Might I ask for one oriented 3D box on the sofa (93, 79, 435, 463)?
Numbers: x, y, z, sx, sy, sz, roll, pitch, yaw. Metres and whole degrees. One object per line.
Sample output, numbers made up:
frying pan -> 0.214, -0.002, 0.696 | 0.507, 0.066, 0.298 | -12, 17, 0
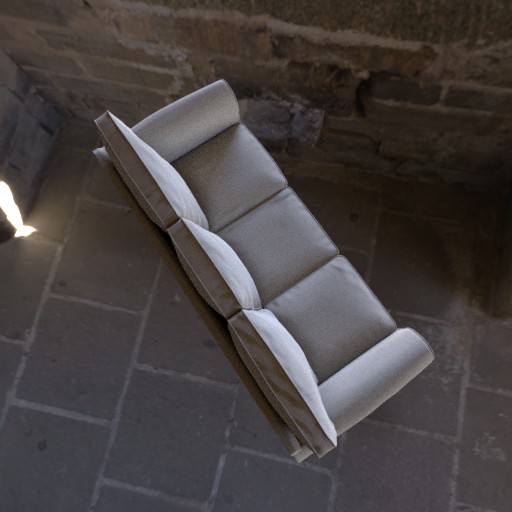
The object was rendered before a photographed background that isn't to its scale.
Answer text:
sofa -> 0.000, 0.000, 2.621 | 0.916, 0.961, 2.084 | -34, 78, -8
